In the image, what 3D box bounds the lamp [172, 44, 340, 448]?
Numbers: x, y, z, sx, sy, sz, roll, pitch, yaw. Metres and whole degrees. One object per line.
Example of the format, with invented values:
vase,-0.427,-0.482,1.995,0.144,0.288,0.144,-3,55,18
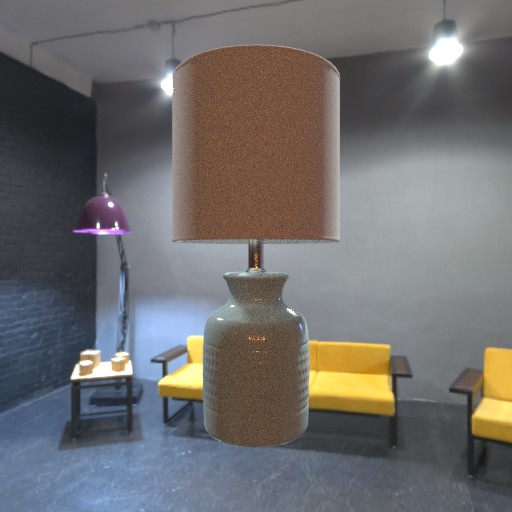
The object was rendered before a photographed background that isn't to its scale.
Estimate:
lamp,0.000,0.000,1.122,0.418,0.871,0.418,0,0,18
